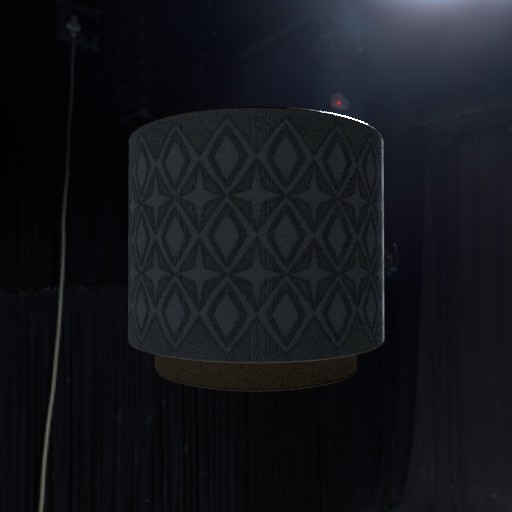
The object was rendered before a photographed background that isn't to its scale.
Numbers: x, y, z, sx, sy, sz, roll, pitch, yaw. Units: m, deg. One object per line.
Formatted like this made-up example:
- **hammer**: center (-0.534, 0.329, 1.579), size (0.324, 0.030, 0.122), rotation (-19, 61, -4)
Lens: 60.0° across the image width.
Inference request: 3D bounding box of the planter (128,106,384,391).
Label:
- **planter**: center (0.000, 0.000, 0.460), size (0.255, 0.223, 0.255), rotation (0, -1, 0)
